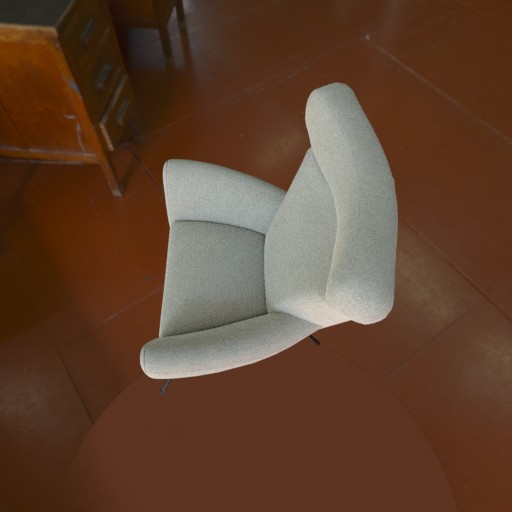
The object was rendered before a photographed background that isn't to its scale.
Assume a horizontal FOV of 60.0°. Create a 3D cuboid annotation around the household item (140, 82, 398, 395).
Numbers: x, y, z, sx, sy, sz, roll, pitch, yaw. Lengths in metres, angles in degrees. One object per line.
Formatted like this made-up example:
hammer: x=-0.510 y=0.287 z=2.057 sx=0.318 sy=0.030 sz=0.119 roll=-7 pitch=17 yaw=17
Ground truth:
household item: x=0.000 y=0.000 z=1.809 sx=0.900 sy=1.050 sz=0.980 roll=-1 pitch=58 yaw=-1
